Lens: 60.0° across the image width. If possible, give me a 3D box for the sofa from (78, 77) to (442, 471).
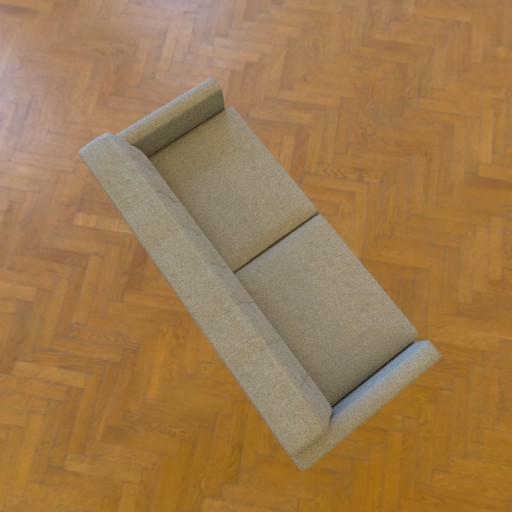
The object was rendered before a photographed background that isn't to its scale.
[{"bbox_3d":[0.000,0.000,2.540,0.968,0.873,2.055,-35,78,-9],"label":"sofa"}]
